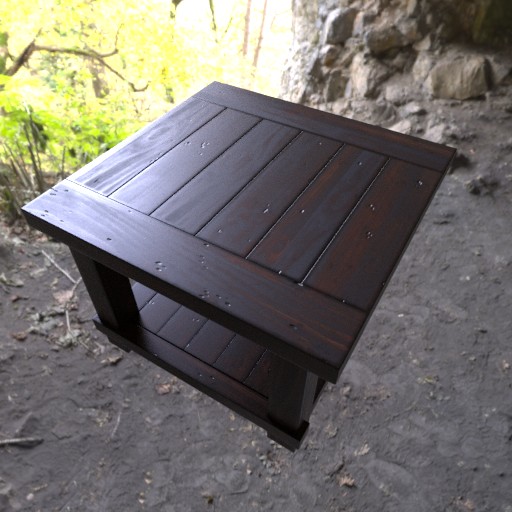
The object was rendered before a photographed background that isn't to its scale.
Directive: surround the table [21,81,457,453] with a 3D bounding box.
[{"bbox_3d":[0.000,0.000,0.998,0.606,0.437,0.593,24,50,21],"label":"table"}]
